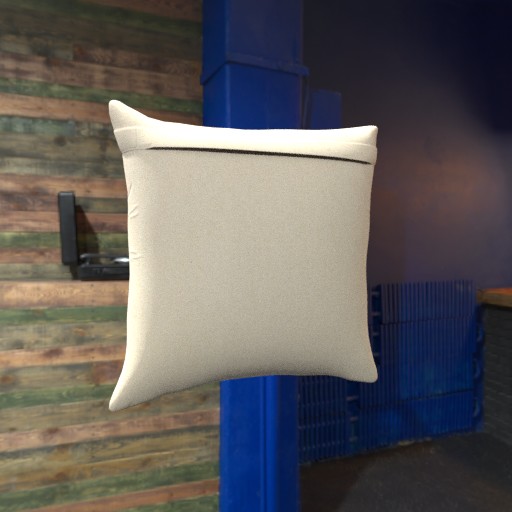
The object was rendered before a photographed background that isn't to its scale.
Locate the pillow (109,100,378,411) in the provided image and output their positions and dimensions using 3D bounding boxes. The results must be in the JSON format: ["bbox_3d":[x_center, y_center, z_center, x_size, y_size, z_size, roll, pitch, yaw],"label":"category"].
[{"bbox_3d":[0.000,0.000,0.640,0.405,0.406,0.173,0,1,-18],"label":"pillow"}]
